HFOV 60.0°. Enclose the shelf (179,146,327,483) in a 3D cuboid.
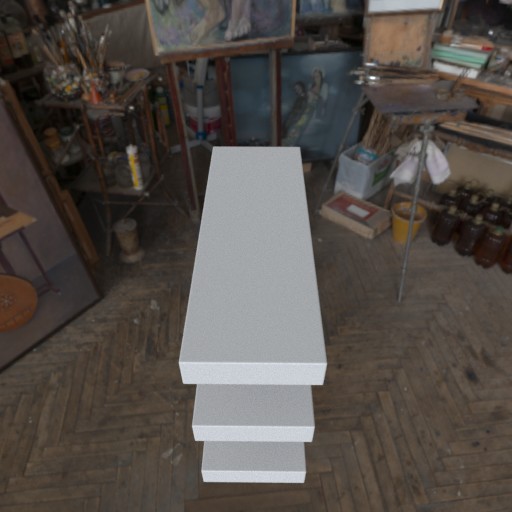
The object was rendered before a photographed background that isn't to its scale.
[{"bbox_3d":[0.000,0.000,0.739,0.140,0.293,0.610,0,43,0],"label":"shelf"}]
